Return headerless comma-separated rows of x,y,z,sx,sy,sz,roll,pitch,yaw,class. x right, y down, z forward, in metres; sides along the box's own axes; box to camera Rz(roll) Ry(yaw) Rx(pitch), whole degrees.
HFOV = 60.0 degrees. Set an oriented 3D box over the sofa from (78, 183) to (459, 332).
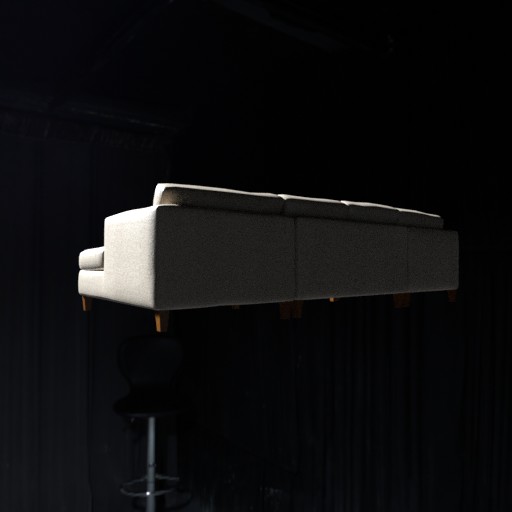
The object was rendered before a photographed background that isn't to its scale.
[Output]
0.000,0.000,4.632,3.460,0.961,2.594,1,-1,-37,sofa
